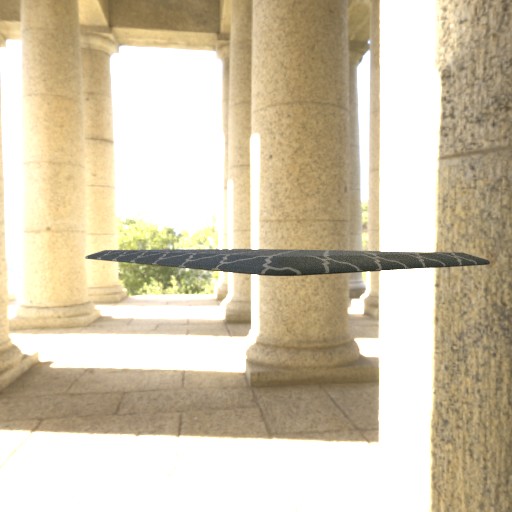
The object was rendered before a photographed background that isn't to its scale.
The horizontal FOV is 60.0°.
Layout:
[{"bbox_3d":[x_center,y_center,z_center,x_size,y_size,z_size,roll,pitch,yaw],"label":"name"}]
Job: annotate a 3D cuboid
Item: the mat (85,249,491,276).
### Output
[{"bbox_3d":[0.000,0.000,0.939,0.508,0.021,0.762,-1,2,-37],"label":"mat"}]
